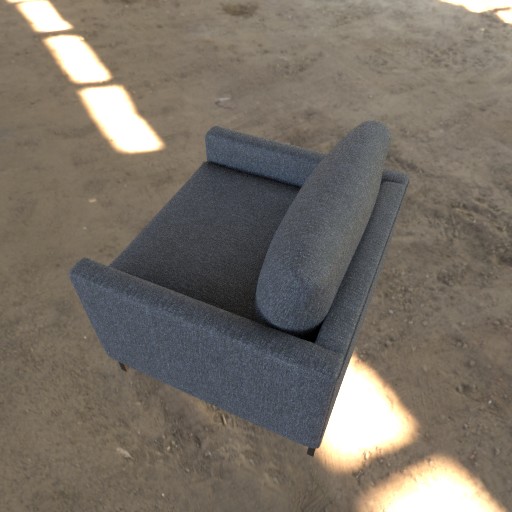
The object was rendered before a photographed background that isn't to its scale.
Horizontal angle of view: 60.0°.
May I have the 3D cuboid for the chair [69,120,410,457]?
[{"bbox_3d":[0.000,0.000,1.638,0.866,0.861,0.963,18,49,17],"label":"chair"}]
